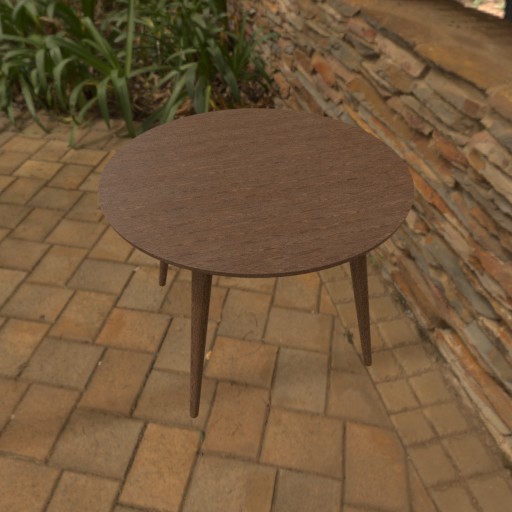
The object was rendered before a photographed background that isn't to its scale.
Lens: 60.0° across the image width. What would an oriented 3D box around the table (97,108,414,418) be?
[{"bbox_3d":[0.000,0.000,1.782,1.053,0.786,1.053,0,41,0],"label":"table"}]
